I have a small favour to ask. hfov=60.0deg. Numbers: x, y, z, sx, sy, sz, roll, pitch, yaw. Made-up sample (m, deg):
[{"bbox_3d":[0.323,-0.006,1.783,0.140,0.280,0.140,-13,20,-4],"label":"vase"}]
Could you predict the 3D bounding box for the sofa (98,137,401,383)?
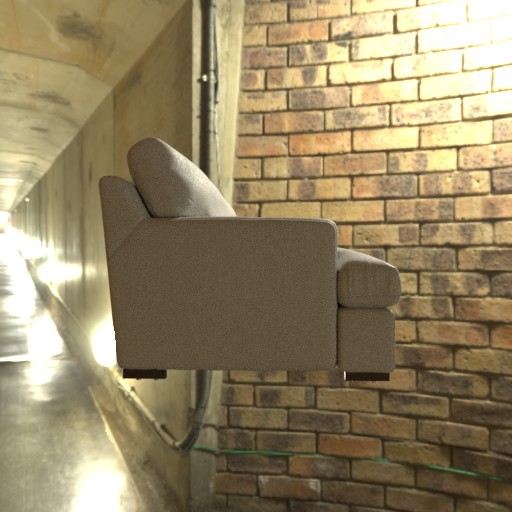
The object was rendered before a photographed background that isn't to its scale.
[{"bbox_3d":[0.000,0.000,2.543,1.143,0.940,1.880,0,0,2],"label":"sofa"}]
